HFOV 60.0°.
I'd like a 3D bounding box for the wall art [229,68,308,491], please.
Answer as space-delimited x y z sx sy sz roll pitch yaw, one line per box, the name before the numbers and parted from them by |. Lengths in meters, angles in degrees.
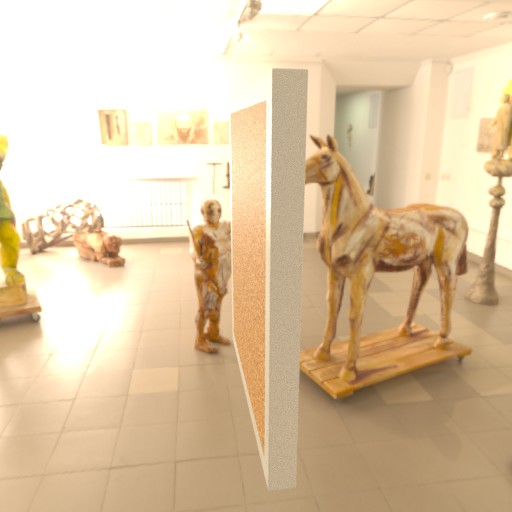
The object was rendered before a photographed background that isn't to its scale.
wall art | 0.000 0.000 0.536 0.028 0.381 0.331 -2 16 -9
